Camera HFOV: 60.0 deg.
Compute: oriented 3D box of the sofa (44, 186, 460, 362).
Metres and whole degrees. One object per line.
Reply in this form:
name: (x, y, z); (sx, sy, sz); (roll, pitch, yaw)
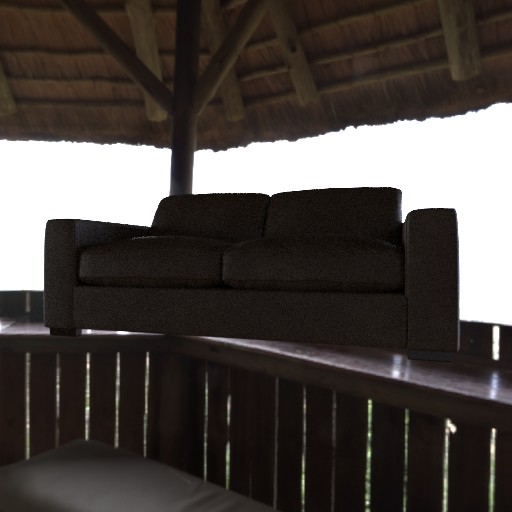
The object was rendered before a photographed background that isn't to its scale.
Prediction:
sofa: (0.000, 0.000, 2.415); (1.920, 0.800, 1.070); (0, 0, 17)
